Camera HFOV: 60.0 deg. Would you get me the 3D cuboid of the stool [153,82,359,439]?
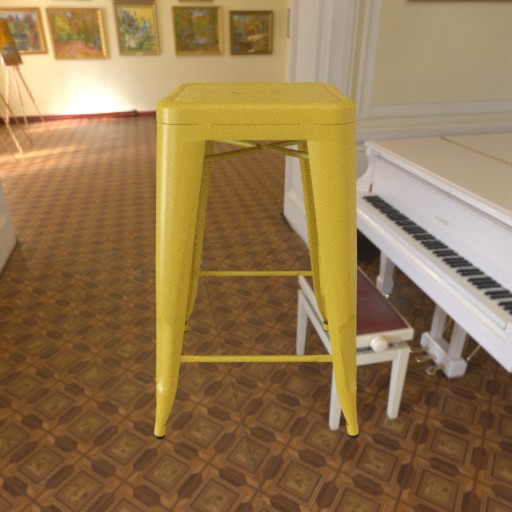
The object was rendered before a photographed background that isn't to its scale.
[{"bbox_3d":[0.000,0.000,0.864,0.399,0.609,0.359,0,28,-1],"label":"stool"}]
